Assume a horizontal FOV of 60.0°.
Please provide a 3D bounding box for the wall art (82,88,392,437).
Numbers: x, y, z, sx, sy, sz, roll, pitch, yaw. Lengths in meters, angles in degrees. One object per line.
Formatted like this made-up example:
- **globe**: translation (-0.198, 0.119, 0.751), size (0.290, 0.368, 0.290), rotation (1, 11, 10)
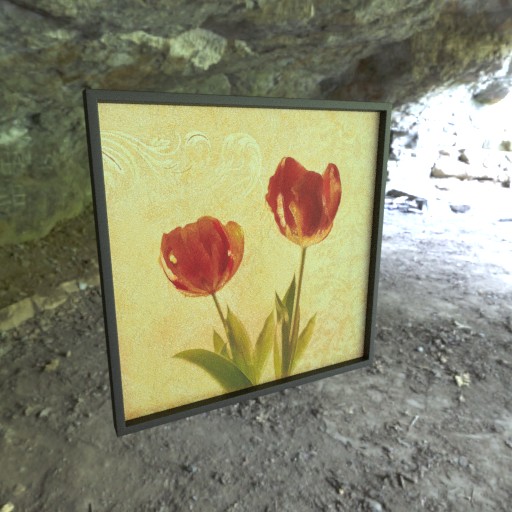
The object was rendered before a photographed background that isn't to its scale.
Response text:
- **wall art**: translation (0.000, 0.000, 0.519), size (0.349, 0.349, 0.038), rotation (-7, 17, -26)
